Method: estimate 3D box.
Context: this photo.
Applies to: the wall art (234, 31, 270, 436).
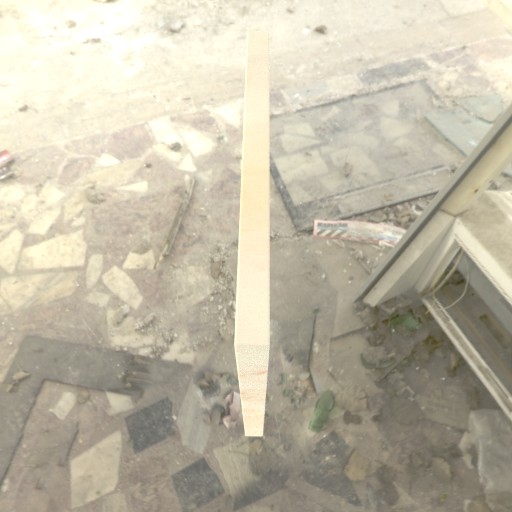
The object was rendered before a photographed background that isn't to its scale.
[{"bbox_3d":[0.000,0.000,1.611,0.071,1.061,1.061,1,59,0],"label":"wall art"}]
